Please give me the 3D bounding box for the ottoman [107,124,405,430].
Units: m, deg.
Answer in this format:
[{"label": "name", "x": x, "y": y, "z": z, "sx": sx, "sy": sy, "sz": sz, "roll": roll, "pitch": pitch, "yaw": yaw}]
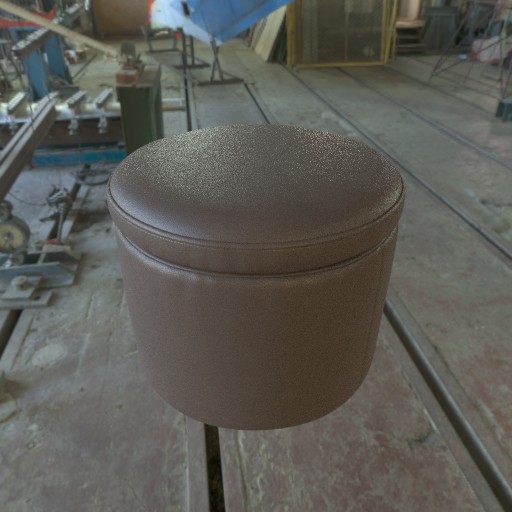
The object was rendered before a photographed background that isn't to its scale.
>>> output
[{"label": "ottoman", "x": 0.000, "y": 0.000, "z": 0.854, "sx": 0.500, "sy": 0.409, "sz": 0.500, "roll": 0, "pitch": 32, "yaw": 0}]
